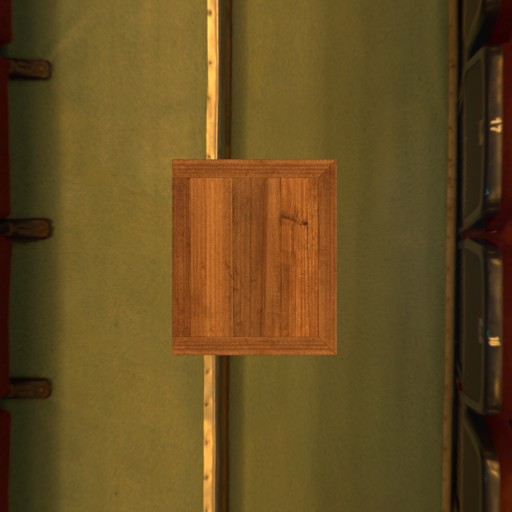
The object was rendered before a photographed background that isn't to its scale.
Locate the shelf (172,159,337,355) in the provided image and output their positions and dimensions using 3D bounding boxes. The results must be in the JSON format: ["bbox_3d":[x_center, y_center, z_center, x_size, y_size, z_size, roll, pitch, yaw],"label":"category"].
[{"bbox_3d":[0.000,0.000,2.078,0.428,1.900,0.500,0,90,0],"label":"shelf"}]
